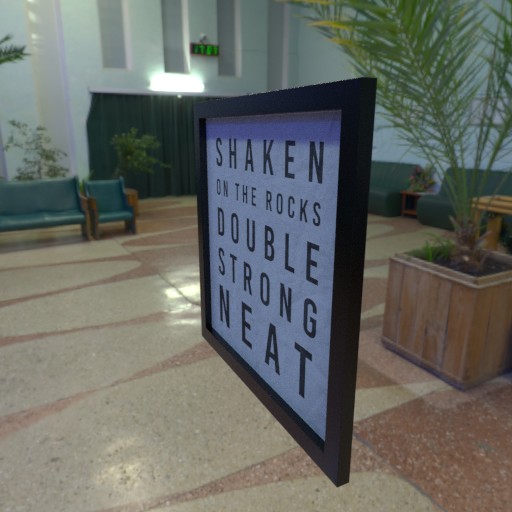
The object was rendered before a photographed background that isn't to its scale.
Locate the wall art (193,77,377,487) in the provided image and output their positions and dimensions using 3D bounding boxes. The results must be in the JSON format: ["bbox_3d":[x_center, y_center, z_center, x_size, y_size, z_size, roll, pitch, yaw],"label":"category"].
[{"bbox_3d":[0.000,0.000,0.508,0.014,0.349,0.349,-8,18,-26],"label":"wall art"}]
